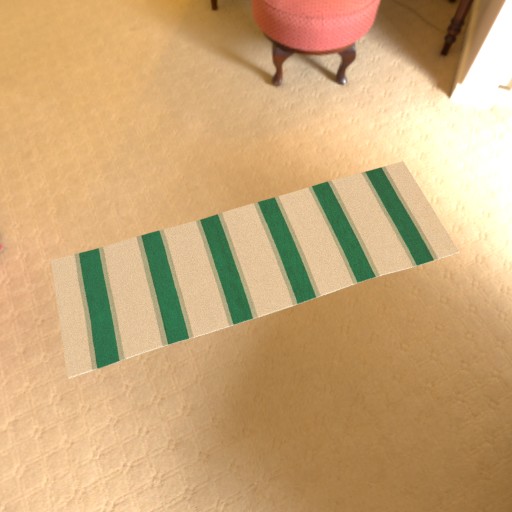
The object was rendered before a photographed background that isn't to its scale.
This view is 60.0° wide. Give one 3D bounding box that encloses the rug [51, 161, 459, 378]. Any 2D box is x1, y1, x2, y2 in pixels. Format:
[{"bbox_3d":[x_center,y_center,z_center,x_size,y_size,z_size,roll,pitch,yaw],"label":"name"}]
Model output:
[{"bbox_3d":[0.000,0.000,2.771,2.438,0.012,0.768,-17,64,-8],"label":"rug"}]
